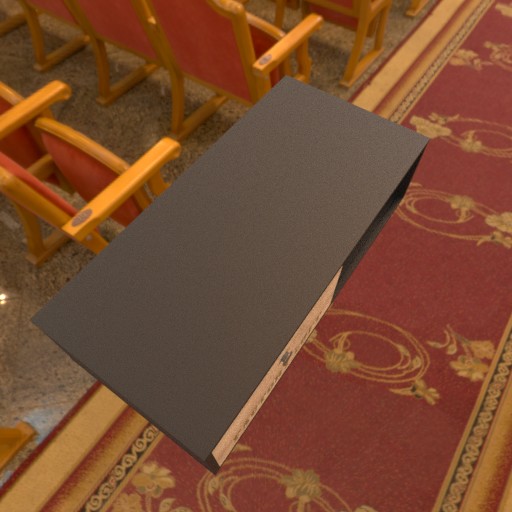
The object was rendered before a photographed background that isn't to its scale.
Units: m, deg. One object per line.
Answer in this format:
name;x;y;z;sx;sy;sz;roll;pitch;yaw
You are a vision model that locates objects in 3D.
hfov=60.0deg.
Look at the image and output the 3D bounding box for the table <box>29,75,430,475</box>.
table;0.000;0.000;1.364;0.550;0.400;1.100;31;63;18
